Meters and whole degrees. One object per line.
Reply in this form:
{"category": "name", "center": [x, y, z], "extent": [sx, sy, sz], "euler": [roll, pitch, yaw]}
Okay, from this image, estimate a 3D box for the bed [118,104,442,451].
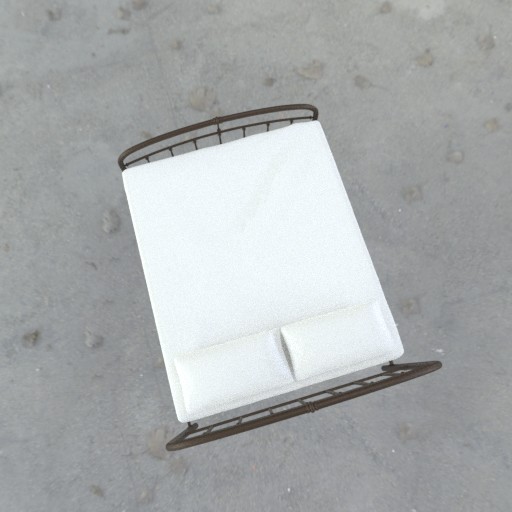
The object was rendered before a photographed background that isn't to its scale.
{"category": "bed", "center": [0.000, 0.000, 3.275], "extent": [1.711, 1.425, 2.180], "euler": [-16, 75, -4]}
